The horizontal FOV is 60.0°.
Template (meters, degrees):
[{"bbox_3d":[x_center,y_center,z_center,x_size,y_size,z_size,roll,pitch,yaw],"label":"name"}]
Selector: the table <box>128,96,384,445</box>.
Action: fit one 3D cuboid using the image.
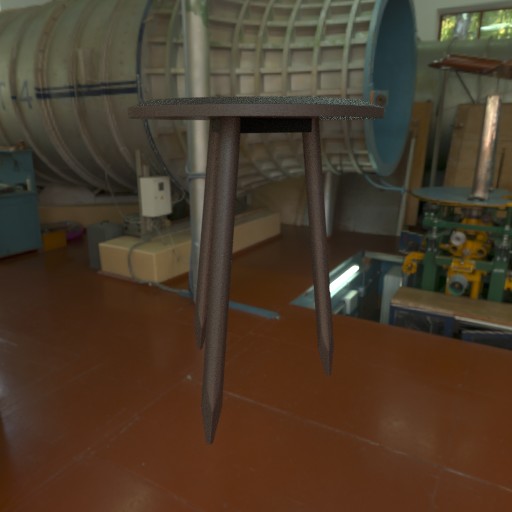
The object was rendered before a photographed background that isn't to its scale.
[{"bbox_3d":[0.000,0.000,0.899,0.457,0.585,0.457,0,16,0],"label":"table"}]
